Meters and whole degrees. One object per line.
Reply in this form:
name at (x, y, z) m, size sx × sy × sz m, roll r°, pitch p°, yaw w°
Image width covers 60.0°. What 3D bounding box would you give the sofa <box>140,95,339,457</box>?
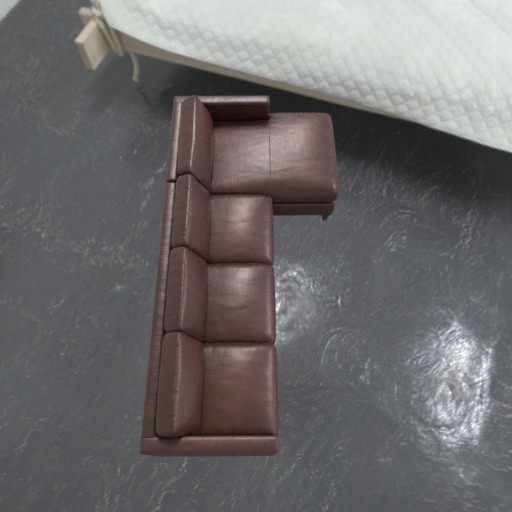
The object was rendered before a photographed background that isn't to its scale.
sofa at (0.000, 0.000, 3.907) m, size 1.581 × 0.883 × 3.203 m, roll 0°, pitch 64°, yaw 0°
